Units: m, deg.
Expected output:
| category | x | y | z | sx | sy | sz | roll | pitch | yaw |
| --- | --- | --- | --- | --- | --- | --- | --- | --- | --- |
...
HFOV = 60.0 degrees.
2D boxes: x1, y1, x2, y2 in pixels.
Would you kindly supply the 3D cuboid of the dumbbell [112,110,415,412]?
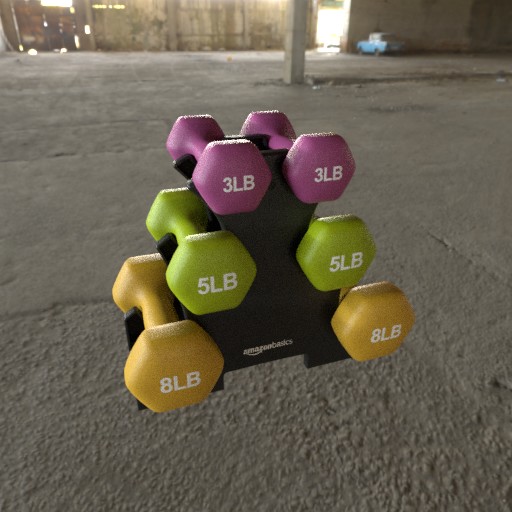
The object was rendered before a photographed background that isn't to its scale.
| category | x | y | z | sx | sy | sz | roll | pitch | yaw |
| --- | --- | --- | --- | --- | --- | --- | --- | --- | --- |
| dumbbell | 0.000 | 0.000 | 0.468 | 0.300 | 0.271 | 0.190 | -9 | 28 | -17 |
